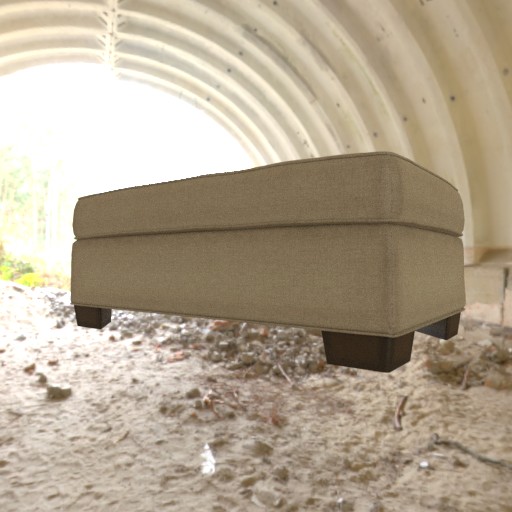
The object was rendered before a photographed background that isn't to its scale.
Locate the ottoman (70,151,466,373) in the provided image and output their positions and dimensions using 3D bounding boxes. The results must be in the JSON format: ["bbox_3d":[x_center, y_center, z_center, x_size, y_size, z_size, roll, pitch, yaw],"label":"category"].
[{"bbox_3d":[0.000,0.000,1.386,1.097,0.461,0.617,-1,-1,37],"label":"ottoman"}]
